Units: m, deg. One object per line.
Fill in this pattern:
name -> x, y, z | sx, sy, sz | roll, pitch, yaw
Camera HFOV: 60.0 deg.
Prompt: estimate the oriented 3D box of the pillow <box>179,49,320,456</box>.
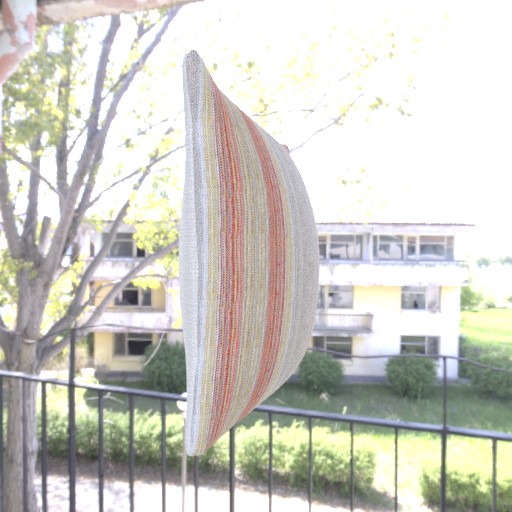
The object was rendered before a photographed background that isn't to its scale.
pillow -> 0.000, 0.000, 0.686 | 0.191, 0.449, 0.451 | 0, 1, 17
